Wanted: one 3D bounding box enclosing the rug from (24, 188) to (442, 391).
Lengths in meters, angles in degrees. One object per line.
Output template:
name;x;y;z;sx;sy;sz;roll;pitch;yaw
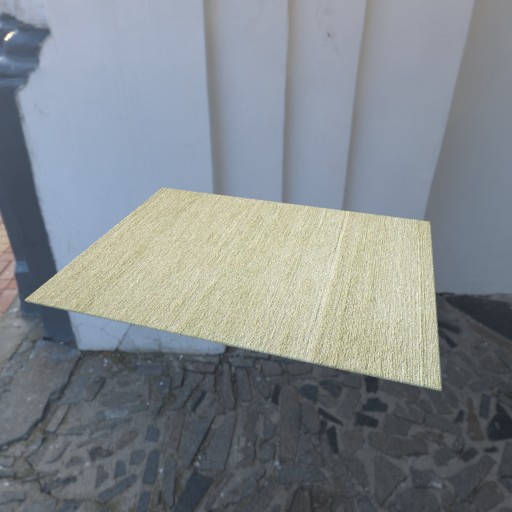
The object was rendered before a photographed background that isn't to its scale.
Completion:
rug;0.000;0.000;4.188;3.198;0.016;2.425;9;33;14
